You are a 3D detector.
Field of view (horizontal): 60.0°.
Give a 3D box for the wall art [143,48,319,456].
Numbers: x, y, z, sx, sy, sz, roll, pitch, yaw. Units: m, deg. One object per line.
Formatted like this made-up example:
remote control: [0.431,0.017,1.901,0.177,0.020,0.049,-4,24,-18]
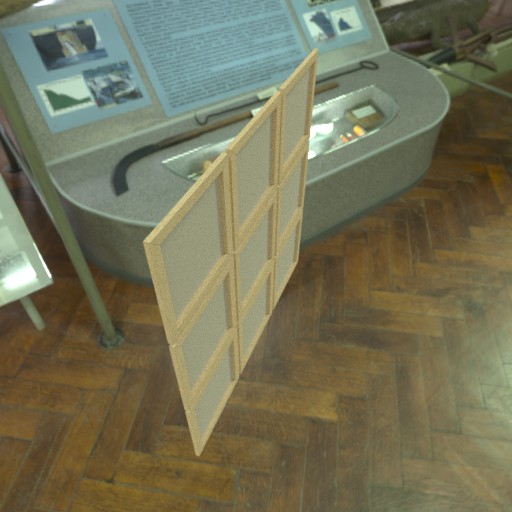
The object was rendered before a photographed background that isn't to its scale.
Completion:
wall art: [0.000,0.000,1.790,0.016,1.207,1.217,17,48,16]
